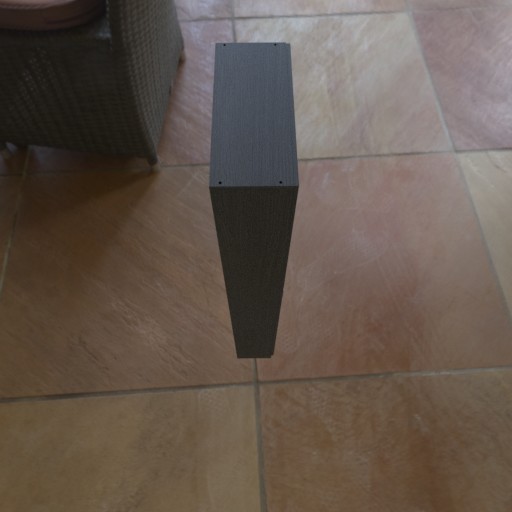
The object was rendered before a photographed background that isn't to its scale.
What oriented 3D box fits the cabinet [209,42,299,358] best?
[{"bbox_3d":[0.000,0.000,1.976,0.230,1.790,0.500,0,64,0],"label":"cabinet"}]
